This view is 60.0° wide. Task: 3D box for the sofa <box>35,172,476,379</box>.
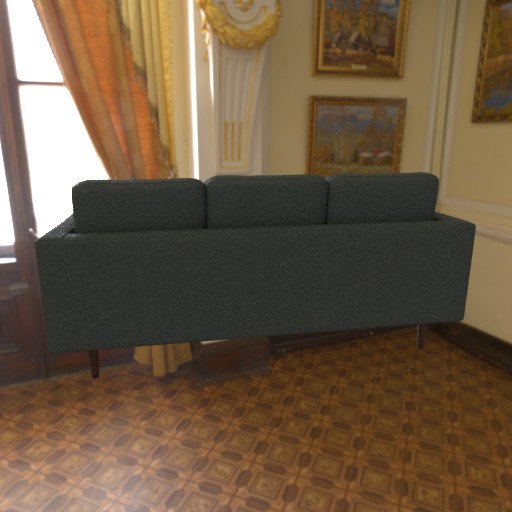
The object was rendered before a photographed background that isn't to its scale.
[{"bbox_3d":[0.000,0.000,2.483,2.013,0.945,0.935,-3,16,-10],"label":"sofa"}]
